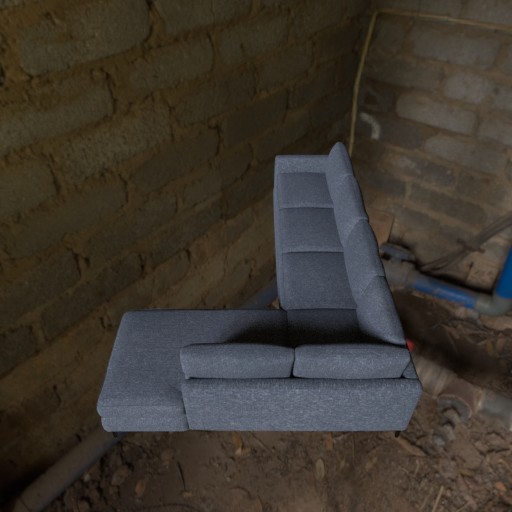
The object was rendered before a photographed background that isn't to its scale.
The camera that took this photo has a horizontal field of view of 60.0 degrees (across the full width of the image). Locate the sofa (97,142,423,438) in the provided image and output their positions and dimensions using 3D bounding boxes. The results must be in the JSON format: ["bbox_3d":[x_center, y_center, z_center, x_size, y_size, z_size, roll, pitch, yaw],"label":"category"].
[{"bbox_3d":[0.000,0.000,3.847,2.007,0.815,2.949,0,41,0],"label":"sofa"}]
